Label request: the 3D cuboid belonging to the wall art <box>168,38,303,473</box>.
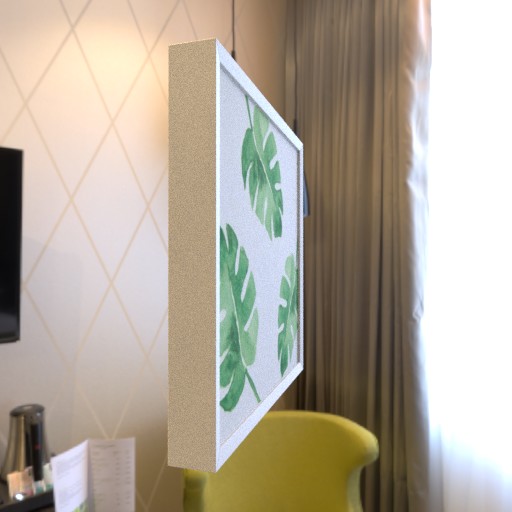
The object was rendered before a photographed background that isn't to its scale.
[{"bbox_3d":[0.000,0.000,0.461,0.038,0.305,0.305,0,0,18],"label":"wall art"}]
